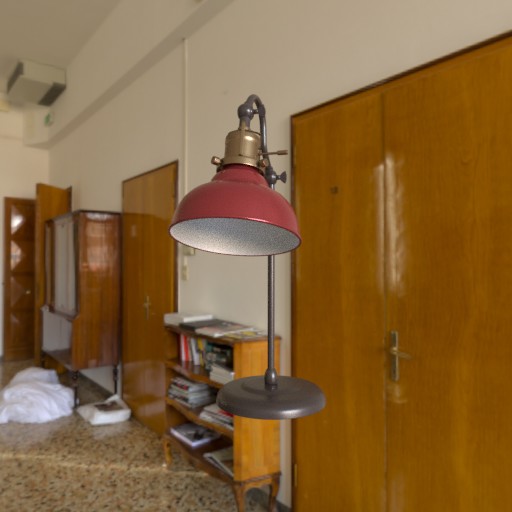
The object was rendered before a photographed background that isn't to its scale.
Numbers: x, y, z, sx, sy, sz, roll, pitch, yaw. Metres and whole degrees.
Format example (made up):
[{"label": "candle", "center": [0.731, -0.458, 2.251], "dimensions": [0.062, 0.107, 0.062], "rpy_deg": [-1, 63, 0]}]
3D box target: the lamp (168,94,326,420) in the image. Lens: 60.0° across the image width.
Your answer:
[{"label": "lamp", "center": [0.000, 0.000, 0.699], "dimensions": [0.192, 0.508, 0.374], "rpy_deg": [0, -1, 17]}]
